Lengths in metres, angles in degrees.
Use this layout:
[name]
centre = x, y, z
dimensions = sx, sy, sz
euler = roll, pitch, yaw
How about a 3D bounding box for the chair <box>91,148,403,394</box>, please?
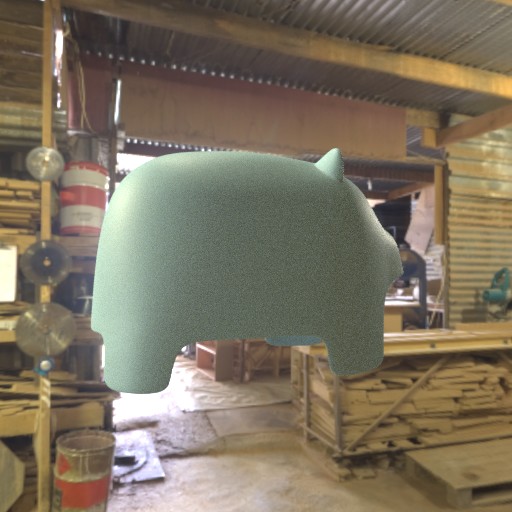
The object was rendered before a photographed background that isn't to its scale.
[chair]
centre = 0.000, 0.000, 0.891
dimensions = 0.619, 0.423, 0.364
euler = 1, -2, -18
